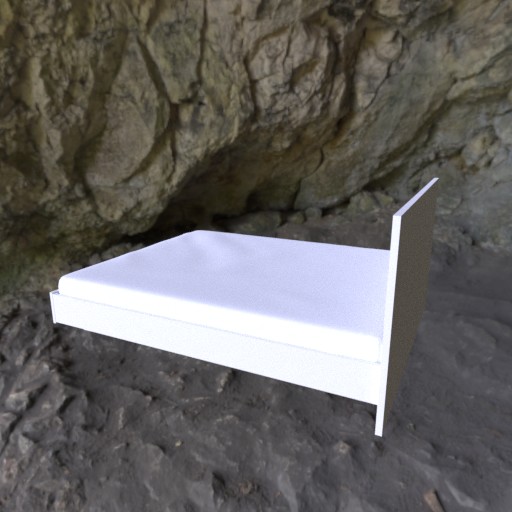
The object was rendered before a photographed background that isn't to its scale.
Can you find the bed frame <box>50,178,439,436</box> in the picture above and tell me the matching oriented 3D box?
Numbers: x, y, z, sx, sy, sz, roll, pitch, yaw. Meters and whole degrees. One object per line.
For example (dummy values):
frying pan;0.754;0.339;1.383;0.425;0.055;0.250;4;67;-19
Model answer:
bed frame;0.000;0.000;3.040;2.100;1.001;1.711;7;17;25
